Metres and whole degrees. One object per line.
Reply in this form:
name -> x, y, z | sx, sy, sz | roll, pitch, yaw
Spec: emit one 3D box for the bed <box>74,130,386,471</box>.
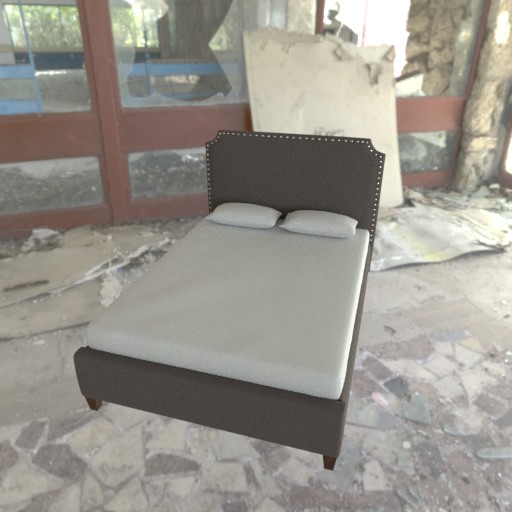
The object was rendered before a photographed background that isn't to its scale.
bed -> 0.000, 0.000, 3.431 | 1.713, 1.443, 2.372 | 8, 27, 15
